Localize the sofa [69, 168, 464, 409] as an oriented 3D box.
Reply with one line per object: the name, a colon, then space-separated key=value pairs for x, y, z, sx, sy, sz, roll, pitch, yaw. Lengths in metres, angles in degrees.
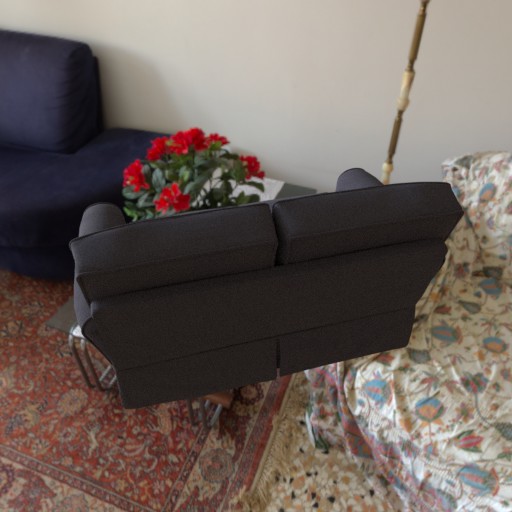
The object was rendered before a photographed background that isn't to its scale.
sofa: x=0.000 y=0.000 z=2.379 sx=1.801 sy=1.059 sz=0.997 roll=-10 pitch=41 yaw=-12
